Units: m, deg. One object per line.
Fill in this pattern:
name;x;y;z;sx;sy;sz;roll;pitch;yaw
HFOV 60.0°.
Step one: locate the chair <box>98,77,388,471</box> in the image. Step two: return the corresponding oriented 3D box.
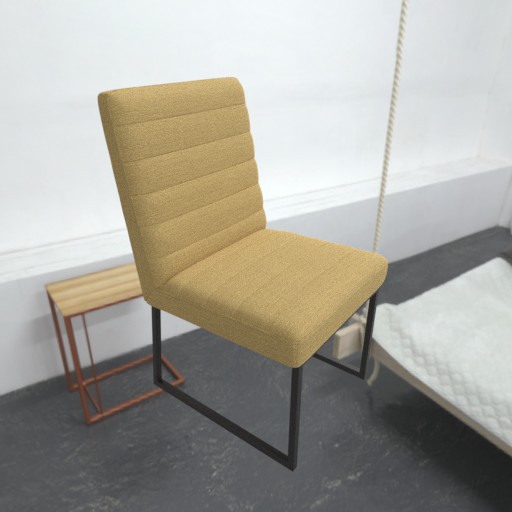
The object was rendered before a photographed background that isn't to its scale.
chair;0.000;0.000;1.305;0.634;0.930;0.520;19;32;33
